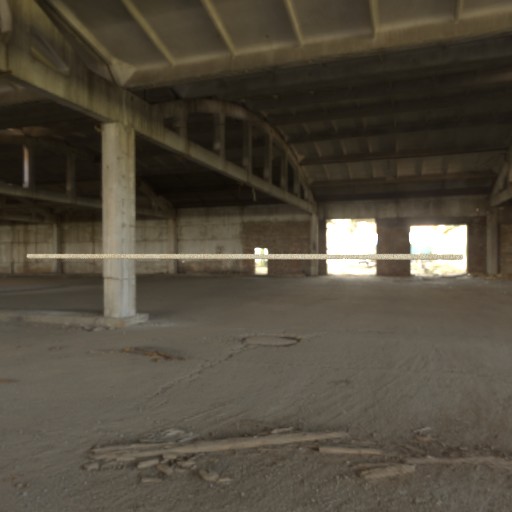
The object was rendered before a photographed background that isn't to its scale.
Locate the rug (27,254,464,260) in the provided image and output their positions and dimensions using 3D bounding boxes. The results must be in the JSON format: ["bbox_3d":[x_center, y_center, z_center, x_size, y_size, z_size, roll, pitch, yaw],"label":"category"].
[{"bbox_3d":[0.000,0.000,2.951,2.346,0.025,1.500,0,0,18],"label":"rug"}]
